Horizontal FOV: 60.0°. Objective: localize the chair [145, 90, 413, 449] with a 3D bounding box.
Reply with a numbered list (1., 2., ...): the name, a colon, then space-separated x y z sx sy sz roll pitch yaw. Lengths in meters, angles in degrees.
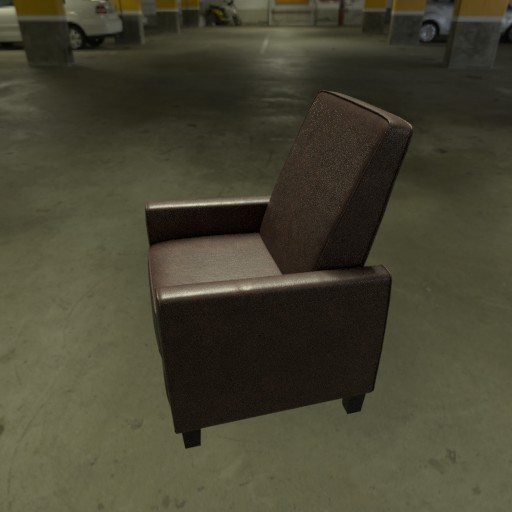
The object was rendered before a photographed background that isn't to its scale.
1. chair: 0.000 0.000 1.544 0.746 1.013 0.705 -7 31 -13
